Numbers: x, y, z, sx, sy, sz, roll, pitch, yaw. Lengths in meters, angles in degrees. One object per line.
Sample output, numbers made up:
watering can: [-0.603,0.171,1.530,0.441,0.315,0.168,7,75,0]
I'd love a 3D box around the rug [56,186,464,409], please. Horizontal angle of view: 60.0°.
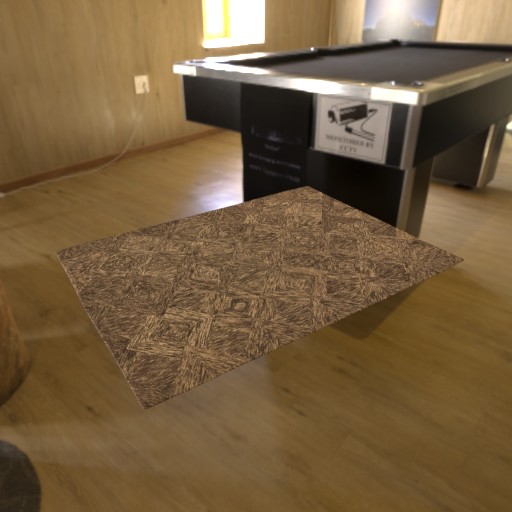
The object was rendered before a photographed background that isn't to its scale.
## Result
rug: [0.000,0.000,5.440,4.093,0.020,2.997,-18,35,-29]
